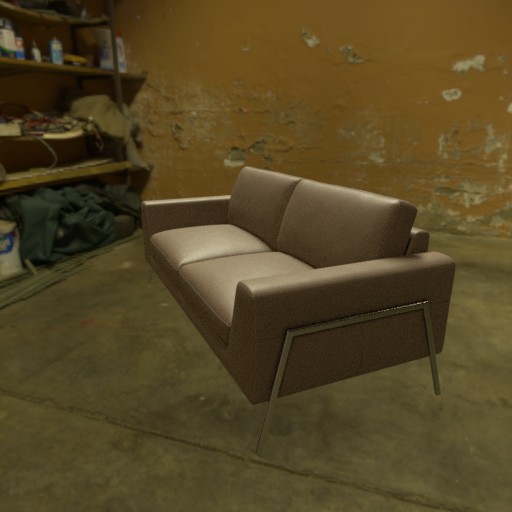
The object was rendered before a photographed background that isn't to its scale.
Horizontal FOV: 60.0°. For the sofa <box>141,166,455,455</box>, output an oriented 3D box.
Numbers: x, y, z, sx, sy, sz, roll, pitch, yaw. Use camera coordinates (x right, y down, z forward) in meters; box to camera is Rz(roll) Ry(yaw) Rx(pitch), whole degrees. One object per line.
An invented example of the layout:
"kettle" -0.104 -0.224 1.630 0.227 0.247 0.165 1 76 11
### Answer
"sofa" 0.000 0.000 2.579 0.953 0.875 2.017 -7 18 -23
